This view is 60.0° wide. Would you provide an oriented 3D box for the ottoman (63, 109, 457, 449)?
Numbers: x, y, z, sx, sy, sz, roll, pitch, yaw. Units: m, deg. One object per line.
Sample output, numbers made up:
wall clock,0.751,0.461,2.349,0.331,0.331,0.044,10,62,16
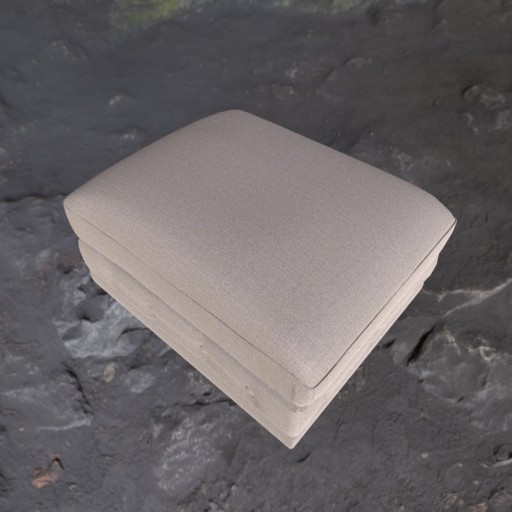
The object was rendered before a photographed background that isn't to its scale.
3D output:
ottoman,0.000,0.000,1.045,0.684,0.463,0.541,33,54,28
